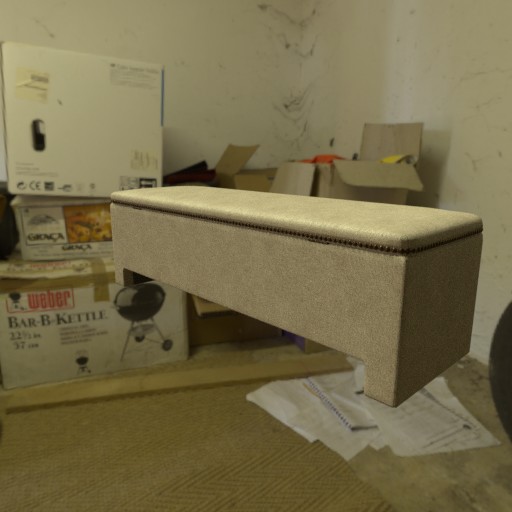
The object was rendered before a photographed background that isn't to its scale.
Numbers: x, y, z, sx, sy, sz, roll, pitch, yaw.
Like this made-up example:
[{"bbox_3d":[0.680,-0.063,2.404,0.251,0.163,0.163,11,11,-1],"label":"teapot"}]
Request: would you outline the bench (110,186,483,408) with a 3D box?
[{"bbox_3d":[0.000,0.000,1.699,0.470,0.447,1.482,-12,18,-42],"label":"bench"}]
